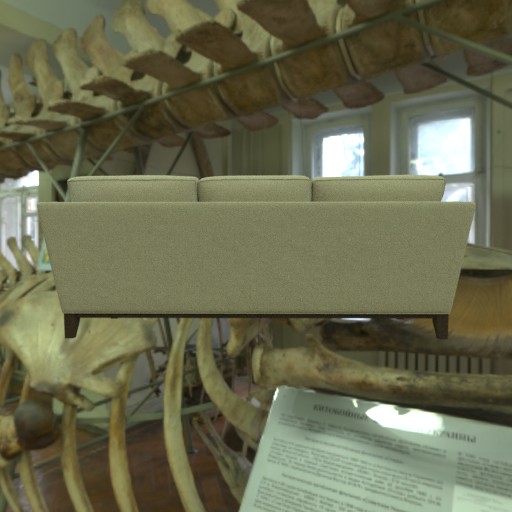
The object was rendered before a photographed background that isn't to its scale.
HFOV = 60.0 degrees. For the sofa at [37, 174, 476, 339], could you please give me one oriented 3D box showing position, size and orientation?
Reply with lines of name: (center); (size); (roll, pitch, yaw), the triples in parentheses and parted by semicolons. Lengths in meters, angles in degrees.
sofa: (0.000, 0.000, 2.880); (2.388, 0.940, 0.965); (0, 0, 1)
